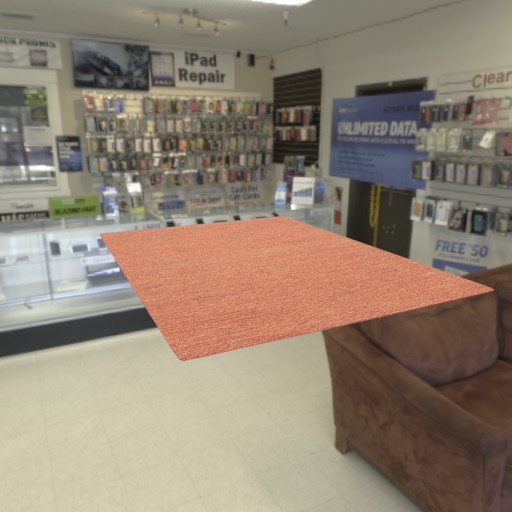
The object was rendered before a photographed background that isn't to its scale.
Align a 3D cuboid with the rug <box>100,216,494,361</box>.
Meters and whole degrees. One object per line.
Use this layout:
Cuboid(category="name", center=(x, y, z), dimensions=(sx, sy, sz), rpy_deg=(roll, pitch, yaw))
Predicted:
Cuboid(category="rug", center=(0.000, 0.000, 2.742), dimensions=(1.594, 0.009, 2.112), rpy_deg=(-8, 18, -25))
